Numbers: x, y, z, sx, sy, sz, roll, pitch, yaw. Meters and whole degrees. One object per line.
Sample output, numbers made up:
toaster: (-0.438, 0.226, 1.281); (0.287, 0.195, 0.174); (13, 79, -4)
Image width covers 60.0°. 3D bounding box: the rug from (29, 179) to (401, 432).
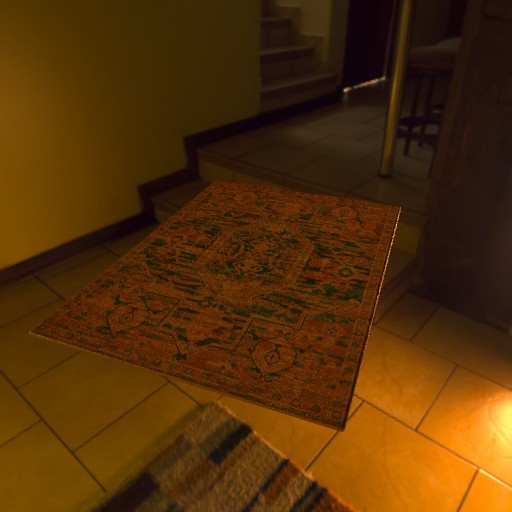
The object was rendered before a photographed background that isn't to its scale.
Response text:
rug: (0.000, 0.000, 2.846); (1.588, 0.024, 2.204); (11, 33, 18)
